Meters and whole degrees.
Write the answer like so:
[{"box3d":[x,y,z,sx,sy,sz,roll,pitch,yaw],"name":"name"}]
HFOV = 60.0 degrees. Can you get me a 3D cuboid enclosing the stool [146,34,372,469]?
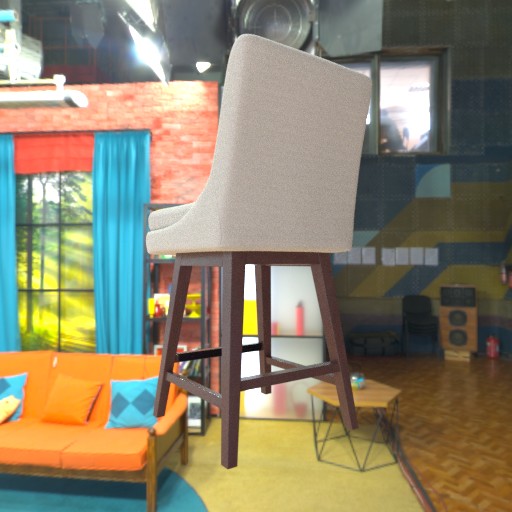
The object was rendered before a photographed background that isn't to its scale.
[{"box3d":[0.000,0.000,1.306,0.483,0.991,0.559,1,-1,-35],"name":"stool"}]
